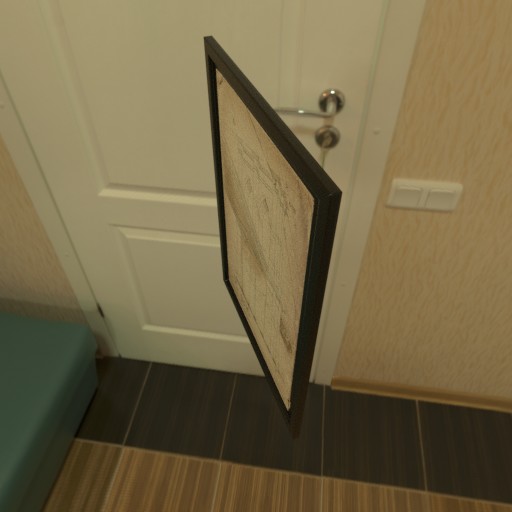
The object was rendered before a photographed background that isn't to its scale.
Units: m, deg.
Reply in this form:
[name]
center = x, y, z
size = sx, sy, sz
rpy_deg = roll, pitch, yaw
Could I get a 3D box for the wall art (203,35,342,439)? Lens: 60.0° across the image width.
[wall art]
center = 0.000, 0.000, 0.866
size = 0.016, 0.657, 0.480
rpy_deg = -15, 48, -14
